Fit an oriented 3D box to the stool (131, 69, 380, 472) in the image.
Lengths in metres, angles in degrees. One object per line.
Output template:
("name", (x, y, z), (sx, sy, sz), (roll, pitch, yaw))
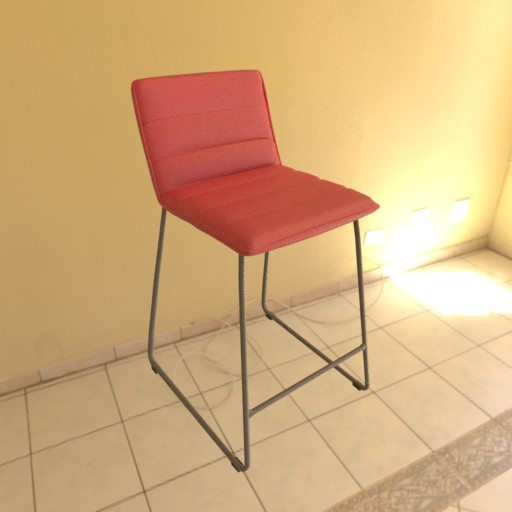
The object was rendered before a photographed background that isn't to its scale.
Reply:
("stool", (0.000, 0.000, 1.178), (0.489, 0.866, 0.524), (-20, 34, -32))
